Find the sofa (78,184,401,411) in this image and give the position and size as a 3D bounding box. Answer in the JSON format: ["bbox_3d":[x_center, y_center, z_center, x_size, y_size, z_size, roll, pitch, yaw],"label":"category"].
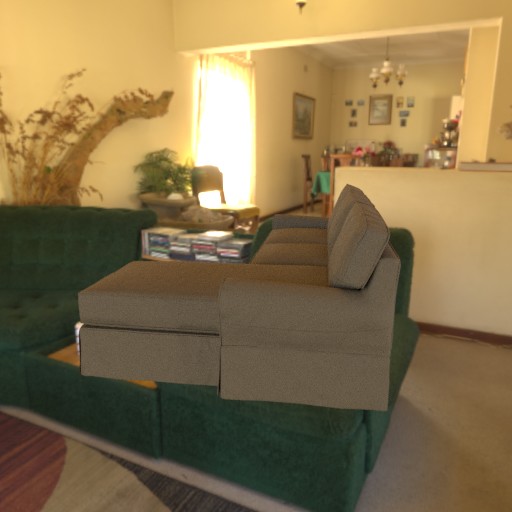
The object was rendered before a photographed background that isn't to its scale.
[{"bbox_3d":[0.000,0.000,3.385,1.733,0.978,2.475,2,14,9],"label":"sofa"}]
